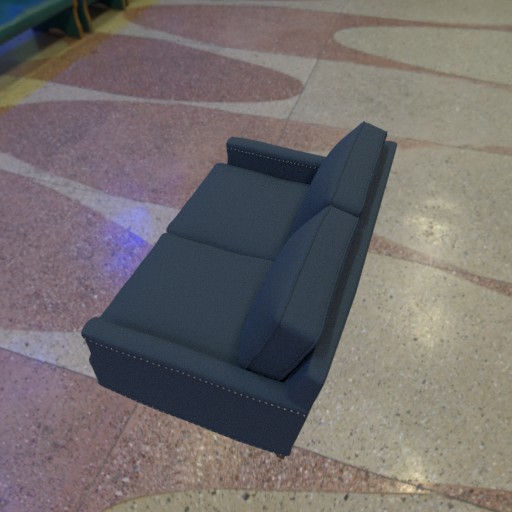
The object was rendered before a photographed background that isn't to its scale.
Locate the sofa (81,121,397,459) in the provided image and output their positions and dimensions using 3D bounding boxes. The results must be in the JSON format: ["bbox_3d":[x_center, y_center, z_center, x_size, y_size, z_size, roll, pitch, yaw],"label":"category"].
[{"bbox_3d":[0.000,0.000,2.299,1.084,1.003,1.597,16,49,14],"label":"sofa"}]
